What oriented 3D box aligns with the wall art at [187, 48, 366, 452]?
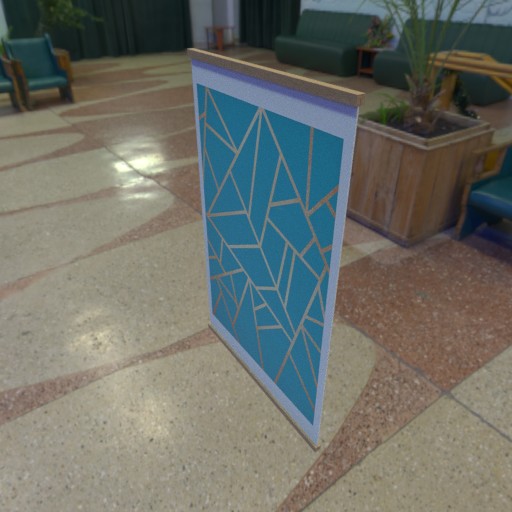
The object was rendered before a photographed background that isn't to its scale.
[{"bbox_3d":[0.000,0.000,1.903,0.030,1.519,0.990,-20,37,-28],"label":"wall art"}]
